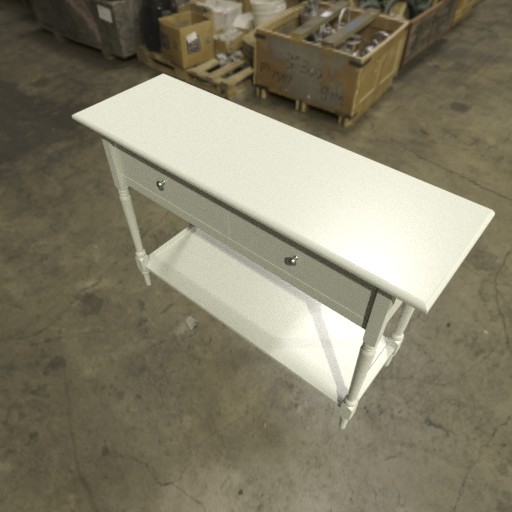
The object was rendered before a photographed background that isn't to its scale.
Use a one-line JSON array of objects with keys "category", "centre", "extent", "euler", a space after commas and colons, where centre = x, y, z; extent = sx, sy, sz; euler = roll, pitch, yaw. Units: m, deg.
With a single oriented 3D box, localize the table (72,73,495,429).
[{"category": "table", "centre": [0.000, 0.000, 1.528], "extent": [1.197, 0.808, 0.384], "euler": [31, 54, 26]}]
